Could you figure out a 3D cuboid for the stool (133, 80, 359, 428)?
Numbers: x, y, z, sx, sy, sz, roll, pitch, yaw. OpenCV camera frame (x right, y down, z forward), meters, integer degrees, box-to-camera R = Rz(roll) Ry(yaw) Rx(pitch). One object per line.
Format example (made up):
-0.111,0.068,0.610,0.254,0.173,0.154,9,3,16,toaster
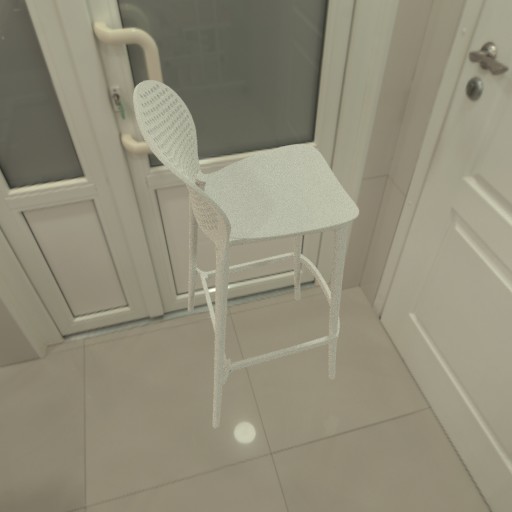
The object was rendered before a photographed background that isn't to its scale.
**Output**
0.000,0.000,1.361,0.535,1.045,0.536,-11,47,-11,stool
